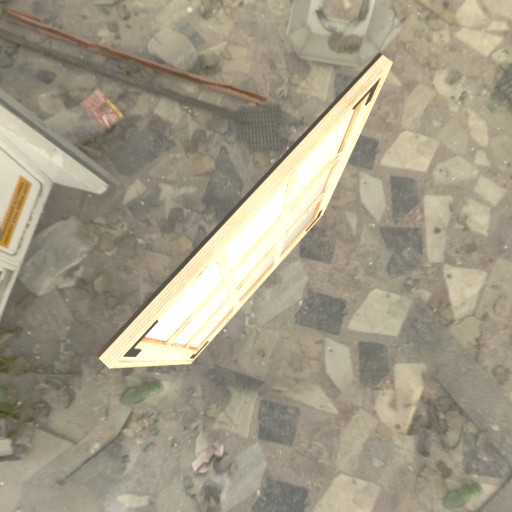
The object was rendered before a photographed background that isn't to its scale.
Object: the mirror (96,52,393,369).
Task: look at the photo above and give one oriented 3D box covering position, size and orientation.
[{"bbox_3d":[0.000,0.000,1.187,0.032,0.882,0.730,41,80,9],"label":"mirror"}]
